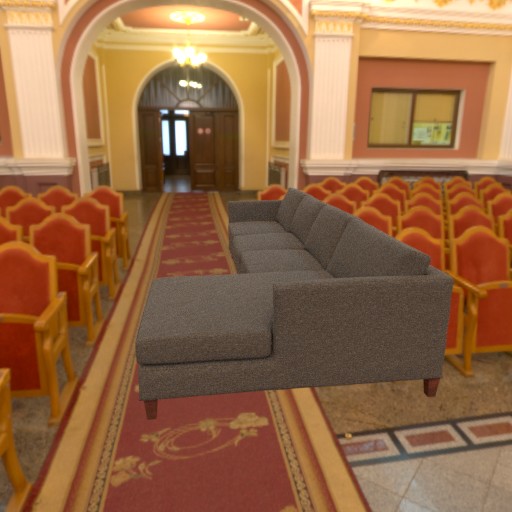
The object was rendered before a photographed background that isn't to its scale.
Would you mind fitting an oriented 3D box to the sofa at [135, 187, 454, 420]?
[{"bbox_3d":[0.000,0.000,3.723,1.625,0.846,3.186,-2,15,-8],"label":"sofa"}]
